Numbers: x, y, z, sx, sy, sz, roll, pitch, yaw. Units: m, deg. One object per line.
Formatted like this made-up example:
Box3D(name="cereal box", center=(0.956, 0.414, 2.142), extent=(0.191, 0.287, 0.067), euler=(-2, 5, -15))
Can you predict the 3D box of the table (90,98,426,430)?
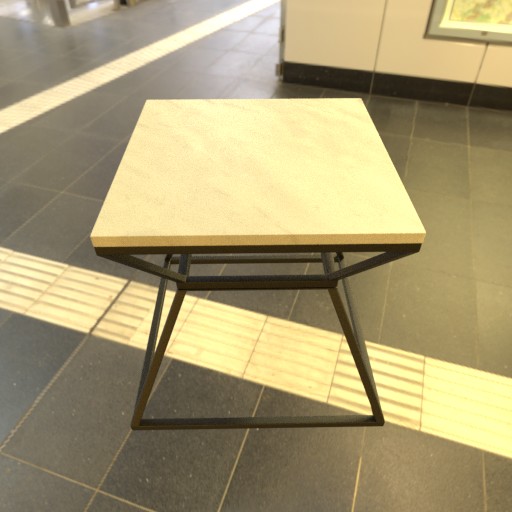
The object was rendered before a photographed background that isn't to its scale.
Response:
Box3D(name="table", center=(0.000, 0.000, 0.827), extent=(0.455, 0.431, 0.455), euler=(-1, 42, -1))
